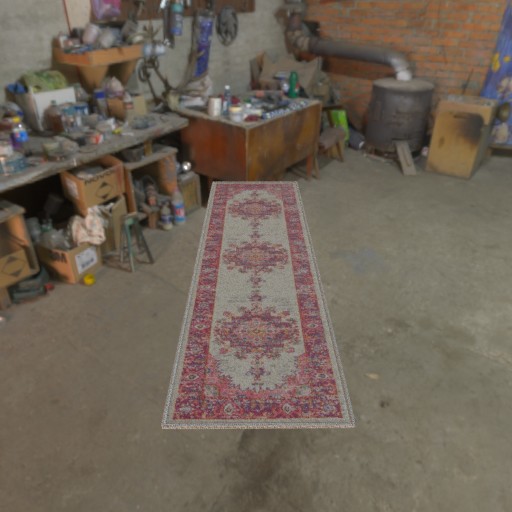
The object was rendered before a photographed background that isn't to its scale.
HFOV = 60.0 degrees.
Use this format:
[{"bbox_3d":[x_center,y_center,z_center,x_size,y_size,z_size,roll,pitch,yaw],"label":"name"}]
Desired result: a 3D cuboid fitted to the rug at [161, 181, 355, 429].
[{"bbox_3d":[0.000,0.000,2.490,0.666,0.011,2.294,0,30,0],"label":"rug"}]
